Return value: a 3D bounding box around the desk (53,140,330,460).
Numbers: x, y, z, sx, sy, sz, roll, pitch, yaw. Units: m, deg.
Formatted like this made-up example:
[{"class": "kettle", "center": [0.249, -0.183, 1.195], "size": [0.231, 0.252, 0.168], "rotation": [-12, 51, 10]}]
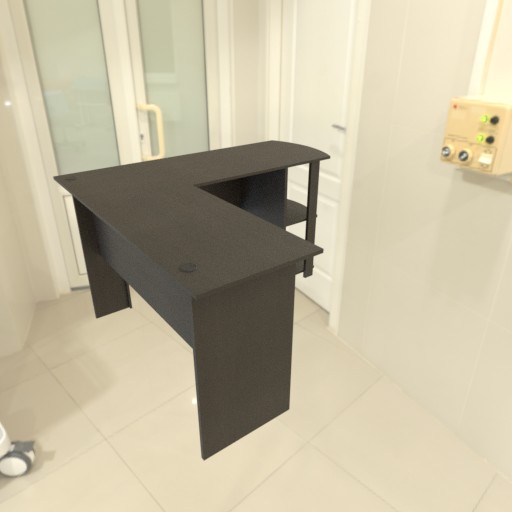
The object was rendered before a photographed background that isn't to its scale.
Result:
[{"class": "desk", "center": [0.000, 0.000, 2.105], "size": [1.361, 0.716, 1.303], "rotation": [-19, 32, -33]}]
